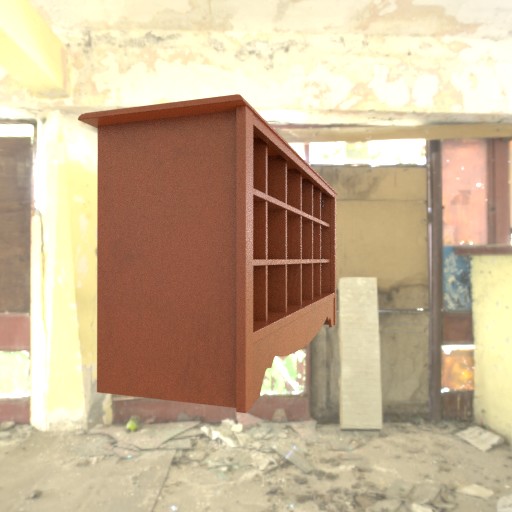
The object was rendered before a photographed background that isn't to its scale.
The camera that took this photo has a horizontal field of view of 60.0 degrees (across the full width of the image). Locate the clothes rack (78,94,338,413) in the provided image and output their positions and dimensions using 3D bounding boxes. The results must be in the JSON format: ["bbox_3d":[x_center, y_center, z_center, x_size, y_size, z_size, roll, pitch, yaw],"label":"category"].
[{"bbox_3d":[0.000,0.000,1.451,0.362,0.594,1.251,0,0,18],"label":"clothes rack"}]
